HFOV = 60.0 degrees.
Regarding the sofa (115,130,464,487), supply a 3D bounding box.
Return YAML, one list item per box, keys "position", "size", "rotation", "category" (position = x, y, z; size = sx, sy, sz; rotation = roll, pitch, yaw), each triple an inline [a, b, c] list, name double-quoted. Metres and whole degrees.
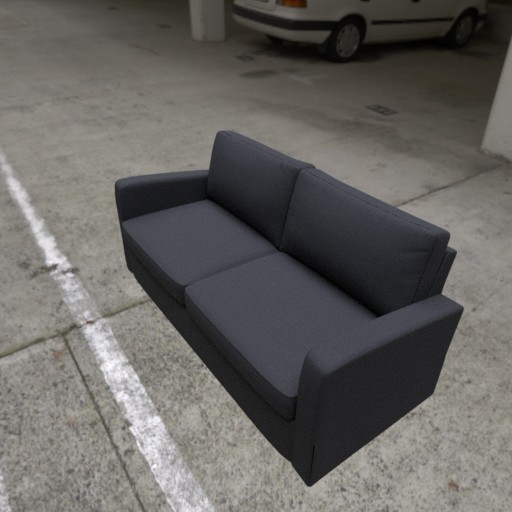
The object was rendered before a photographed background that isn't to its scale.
- position: [0.000, 0.000, 2.301]
  size: [0.898, 0.839, 1.852]
  rotation: [-21, 38, -29]
  category: "sofa"
